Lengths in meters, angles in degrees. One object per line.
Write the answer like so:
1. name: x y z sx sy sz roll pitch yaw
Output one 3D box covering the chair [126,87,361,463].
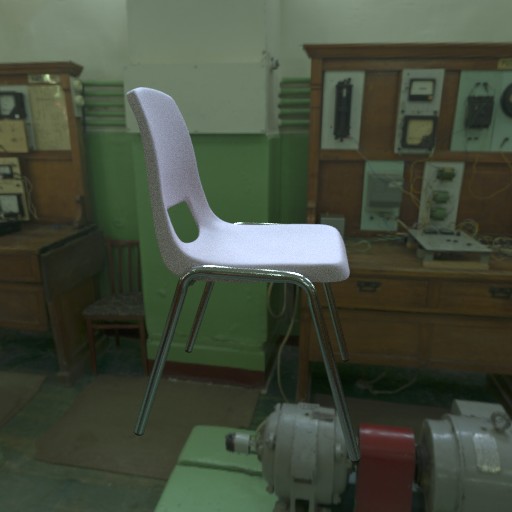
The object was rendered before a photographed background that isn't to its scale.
1. chair: 0.000 0.000 0.914 0.436 0.653 0.381 2 16 8
